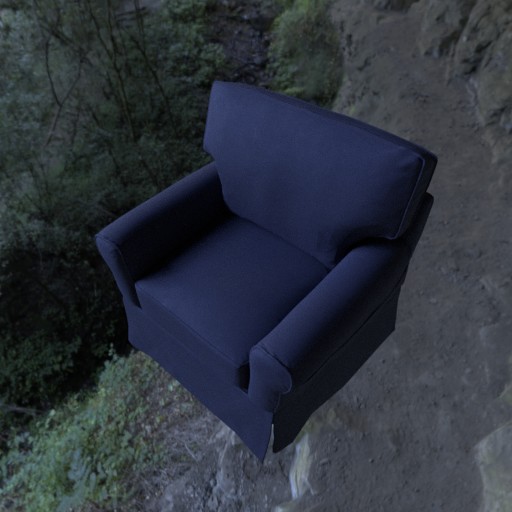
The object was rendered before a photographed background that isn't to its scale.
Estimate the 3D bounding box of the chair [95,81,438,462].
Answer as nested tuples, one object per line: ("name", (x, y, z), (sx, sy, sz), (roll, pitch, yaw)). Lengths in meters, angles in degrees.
("chair", (0.000, 0.000, 1.951), (1.119, 1.140, 1.002), (30, 52, 28))
